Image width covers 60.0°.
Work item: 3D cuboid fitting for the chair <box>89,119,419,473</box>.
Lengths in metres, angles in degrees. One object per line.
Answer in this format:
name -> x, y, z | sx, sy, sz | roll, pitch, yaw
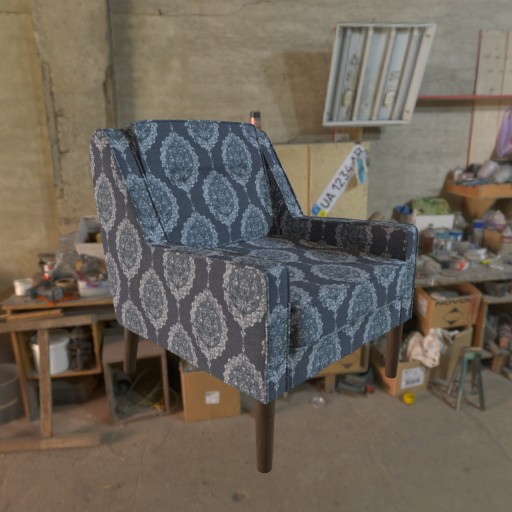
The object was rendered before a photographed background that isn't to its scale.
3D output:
chair -> 0.000, 0.000, 1.328 | 0.663, 0.792, 0.743 | -15, 21, -43
